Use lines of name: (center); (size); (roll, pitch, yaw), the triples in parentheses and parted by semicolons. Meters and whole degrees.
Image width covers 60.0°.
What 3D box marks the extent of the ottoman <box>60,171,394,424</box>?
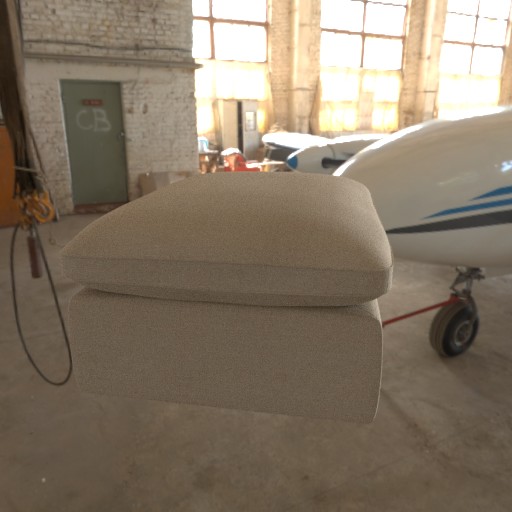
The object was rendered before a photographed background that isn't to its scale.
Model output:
ottoman: (0.000, 0.000, 1.322); (0.686, 0.453, 0.984); (3, 18, 9)
